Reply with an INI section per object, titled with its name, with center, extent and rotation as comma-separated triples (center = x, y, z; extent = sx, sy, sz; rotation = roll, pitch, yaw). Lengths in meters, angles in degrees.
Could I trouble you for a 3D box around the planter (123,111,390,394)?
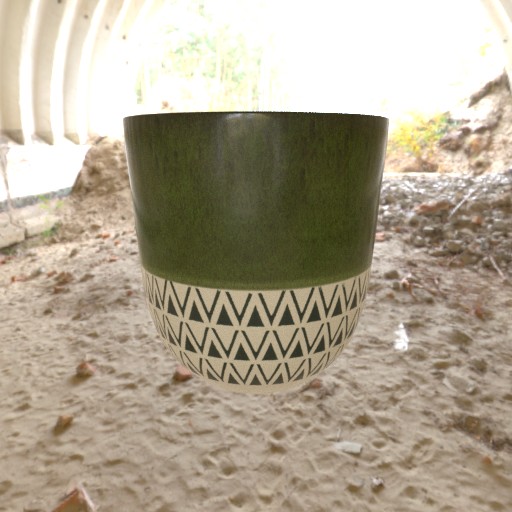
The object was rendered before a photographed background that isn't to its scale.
[planter]
center = 0.000, 0.000, 0.457
extent = 0.245, 0.270, 0.245
rotation = 0, 15, 0
